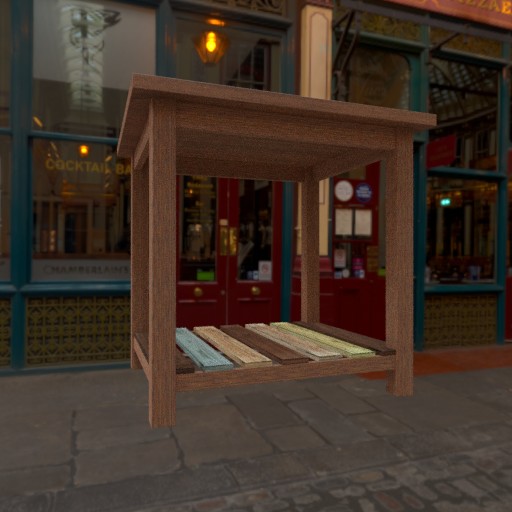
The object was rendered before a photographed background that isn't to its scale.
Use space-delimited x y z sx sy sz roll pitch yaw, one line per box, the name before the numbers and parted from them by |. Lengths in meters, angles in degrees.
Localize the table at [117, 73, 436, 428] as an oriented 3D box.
table | 0.000 0.000 1.146 0.660 0.635 0.559 0 0 -20
